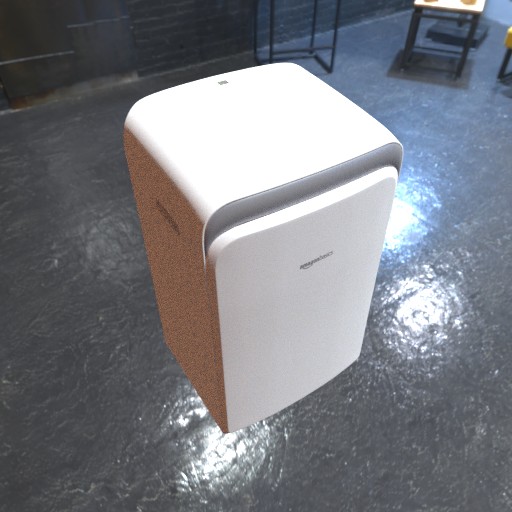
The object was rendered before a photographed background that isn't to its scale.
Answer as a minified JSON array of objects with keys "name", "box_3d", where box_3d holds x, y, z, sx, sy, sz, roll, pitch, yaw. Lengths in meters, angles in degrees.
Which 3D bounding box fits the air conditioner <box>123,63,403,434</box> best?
[{"name":"air conditioner","box_3d":[0.000,0.000,1.080,0.478,0.765,0.467,-23,50,-22]}]
